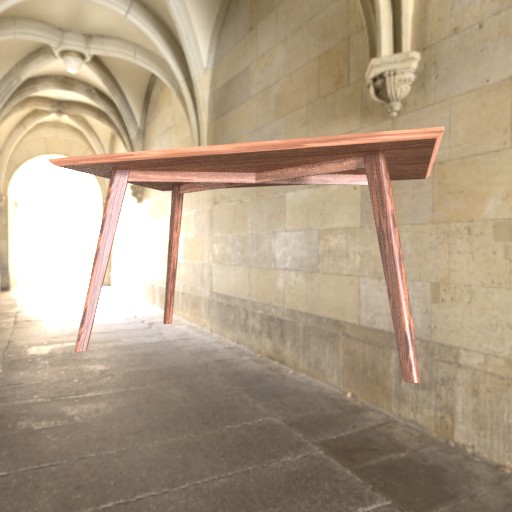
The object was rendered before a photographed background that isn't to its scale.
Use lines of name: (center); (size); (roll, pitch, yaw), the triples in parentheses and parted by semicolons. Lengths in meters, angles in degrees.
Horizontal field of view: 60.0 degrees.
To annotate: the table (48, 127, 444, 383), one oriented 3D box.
table: (0.000, 0.000, 1.804); (1.349, 0.724, 0.801); (0, 1, 19)
